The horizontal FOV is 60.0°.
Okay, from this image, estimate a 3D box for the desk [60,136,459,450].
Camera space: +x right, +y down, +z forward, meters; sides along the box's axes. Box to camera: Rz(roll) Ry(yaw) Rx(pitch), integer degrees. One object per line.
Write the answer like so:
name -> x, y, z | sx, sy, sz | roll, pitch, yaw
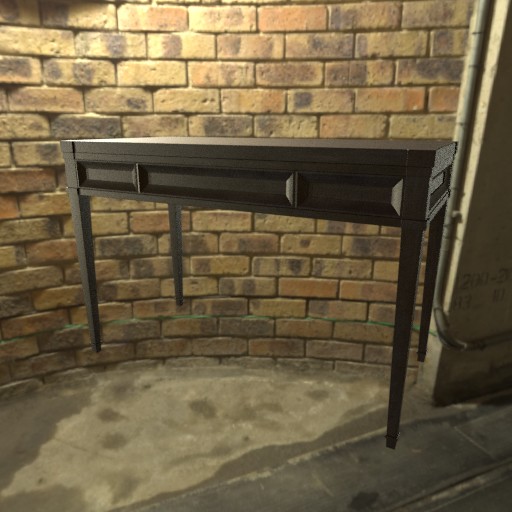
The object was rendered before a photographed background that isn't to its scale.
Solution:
desk -> 0.000, 0.000, 1.713 | 1.289, 0.861, 0.630 | 9, 19, 27
